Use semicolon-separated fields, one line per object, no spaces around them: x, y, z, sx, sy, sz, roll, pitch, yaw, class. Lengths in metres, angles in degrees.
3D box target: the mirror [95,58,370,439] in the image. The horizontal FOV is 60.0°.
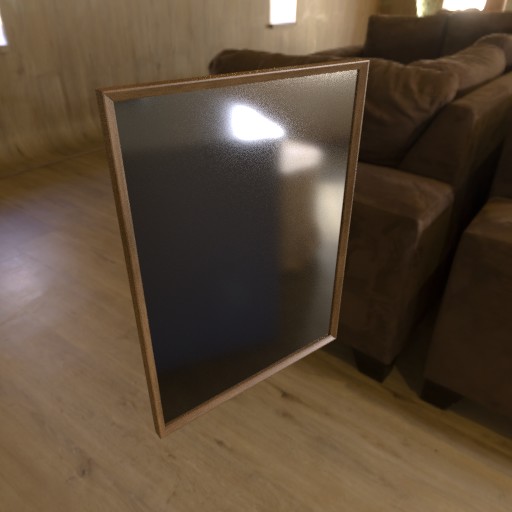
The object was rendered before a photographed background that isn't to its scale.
0.000;0.000;1.308;0.762;1.016;0.041;-21;37;-31;mirror
